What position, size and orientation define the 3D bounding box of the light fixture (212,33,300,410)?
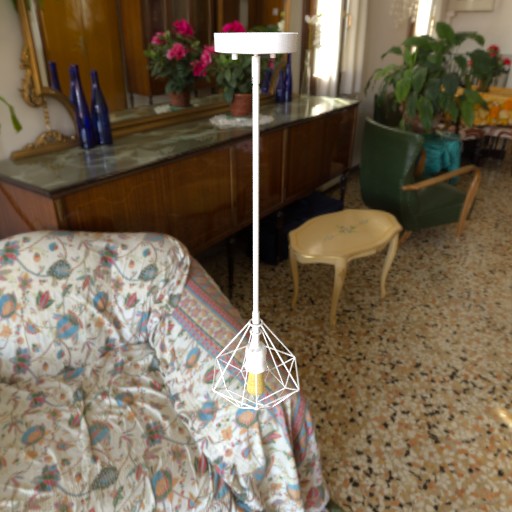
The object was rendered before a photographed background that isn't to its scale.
[{"bbox_3d":[0.000,0.000,1.964,0.431,1.764,0.487,0,27,0],"label":"light fixture"}]
